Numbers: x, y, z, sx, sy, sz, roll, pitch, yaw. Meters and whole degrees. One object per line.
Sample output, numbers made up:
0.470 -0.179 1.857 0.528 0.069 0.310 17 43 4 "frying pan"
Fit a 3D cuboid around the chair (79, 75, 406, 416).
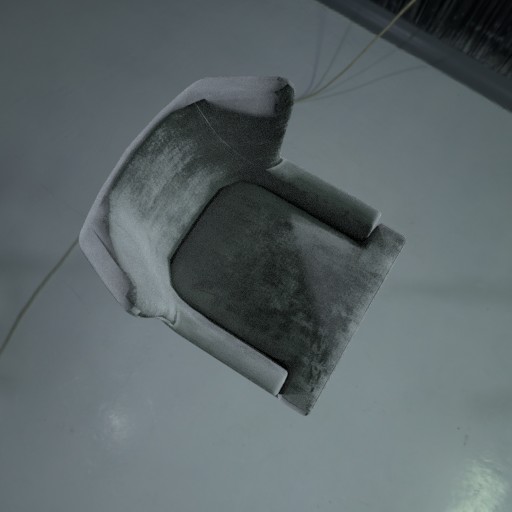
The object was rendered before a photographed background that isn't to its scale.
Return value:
0.000 0.000 1.613 0.906 0.950 0.784 31 78 8 "chair"
